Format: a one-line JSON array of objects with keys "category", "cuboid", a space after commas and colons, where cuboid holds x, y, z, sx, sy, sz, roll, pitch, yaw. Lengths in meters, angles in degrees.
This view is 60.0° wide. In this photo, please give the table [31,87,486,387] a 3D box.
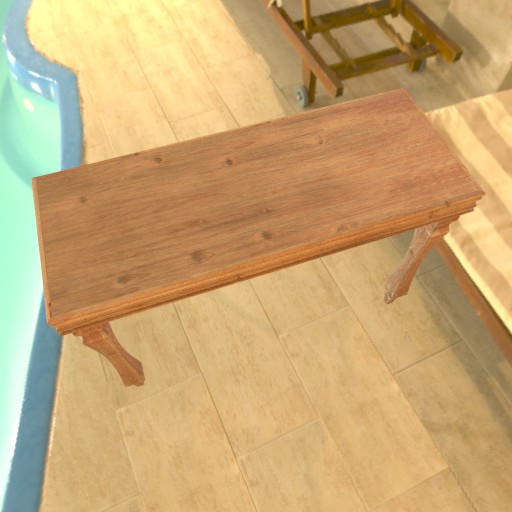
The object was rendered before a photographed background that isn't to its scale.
[{"category": "table", "cuboid": [0.000, 0.000, 1.763, 1.330, 0.873, 0.522, -16, 61, -9]}]
